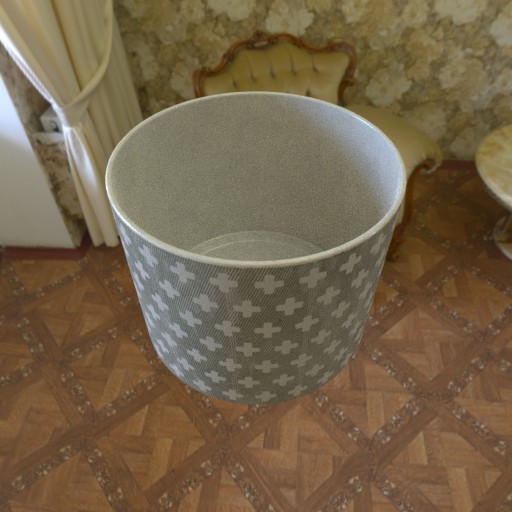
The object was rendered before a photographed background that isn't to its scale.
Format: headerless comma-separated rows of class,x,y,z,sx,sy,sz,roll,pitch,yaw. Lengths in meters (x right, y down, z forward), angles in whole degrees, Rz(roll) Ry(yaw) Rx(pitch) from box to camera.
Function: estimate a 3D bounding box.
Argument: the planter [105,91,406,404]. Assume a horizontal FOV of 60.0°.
planter,0.000,0.000,0.351,0.190,0.181,0.190,0,46,0
